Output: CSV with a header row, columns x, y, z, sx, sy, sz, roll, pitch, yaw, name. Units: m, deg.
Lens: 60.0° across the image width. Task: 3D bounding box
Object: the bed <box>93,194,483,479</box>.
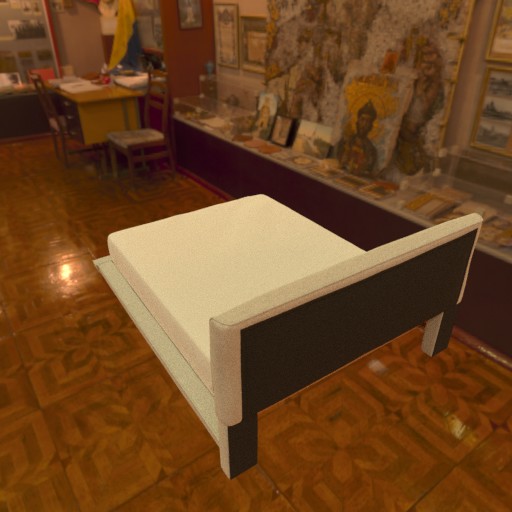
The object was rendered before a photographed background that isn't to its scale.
x,y,z,sx,sy,sz,roll,pitch,yaw,name
0.000,0.000,3.513,1.980,1.126,2.498,-19,35,-29,bed
